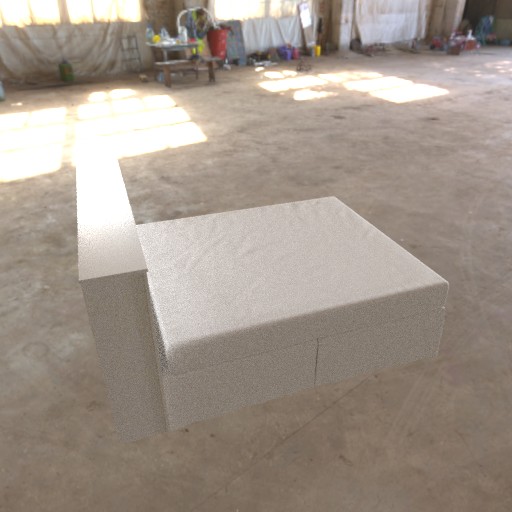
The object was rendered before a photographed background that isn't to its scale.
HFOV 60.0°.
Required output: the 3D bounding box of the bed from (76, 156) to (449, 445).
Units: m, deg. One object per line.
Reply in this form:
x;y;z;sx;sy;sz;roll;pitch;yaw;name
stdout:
0.000;0.000;3.069;2.133;1.092;1.671;-10;32;-17;bed
